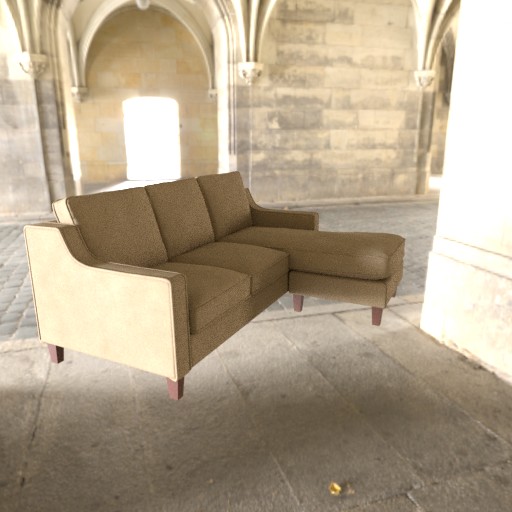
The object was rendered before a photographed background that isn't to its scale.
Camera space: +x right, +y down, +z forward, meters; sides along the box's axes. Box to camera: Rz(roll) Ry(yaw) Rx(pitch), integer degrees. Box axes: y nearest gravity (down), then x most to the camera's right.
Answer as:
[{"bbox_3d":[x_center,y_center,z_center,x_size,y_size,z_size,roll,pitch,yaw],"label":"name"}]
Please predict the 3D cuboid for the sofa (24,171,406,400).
[{"bbox_3d":[0.000,0.000,3.245,1.858,1.066,2.317,7,16,25],"label":"sofa"}]
